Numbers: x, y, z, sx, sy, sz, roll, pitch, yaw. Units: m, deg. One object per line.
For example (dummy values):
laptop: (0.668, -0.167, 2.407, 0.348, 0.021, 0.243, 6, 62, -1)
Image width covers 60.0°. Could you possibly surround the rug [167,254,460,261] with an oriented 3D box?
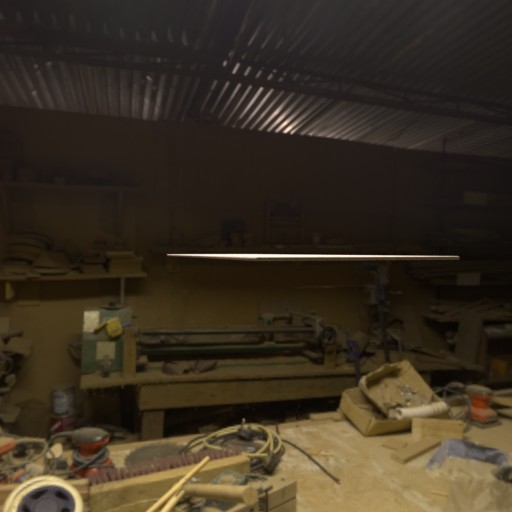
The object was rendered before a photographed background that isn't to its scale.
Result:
rug: (0.000, 0.000, 2.673, 0.793, 0.014, 2.450, 0, 0, -18)
